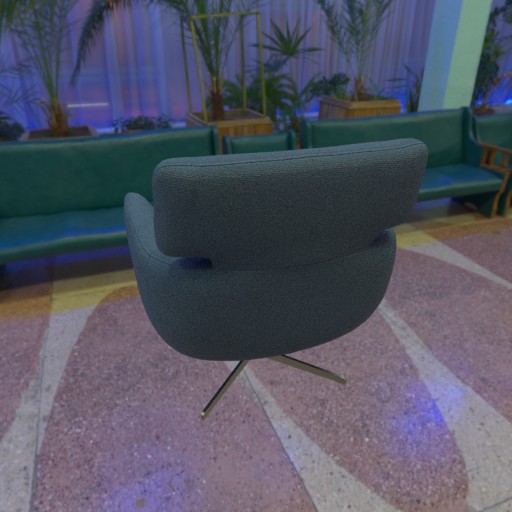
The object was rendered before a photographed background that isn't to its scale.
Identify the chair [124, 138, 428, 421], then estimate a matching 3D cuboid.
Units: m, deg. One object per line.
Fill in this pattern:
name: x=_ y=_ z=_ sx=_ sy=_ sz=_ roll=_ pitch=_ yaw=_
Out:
chair: x=0.000 y=0.000 z=1.367 sx=0.738 sy=0.813 sz=0.761 roll=-9 pitch=29 yaw=-16
